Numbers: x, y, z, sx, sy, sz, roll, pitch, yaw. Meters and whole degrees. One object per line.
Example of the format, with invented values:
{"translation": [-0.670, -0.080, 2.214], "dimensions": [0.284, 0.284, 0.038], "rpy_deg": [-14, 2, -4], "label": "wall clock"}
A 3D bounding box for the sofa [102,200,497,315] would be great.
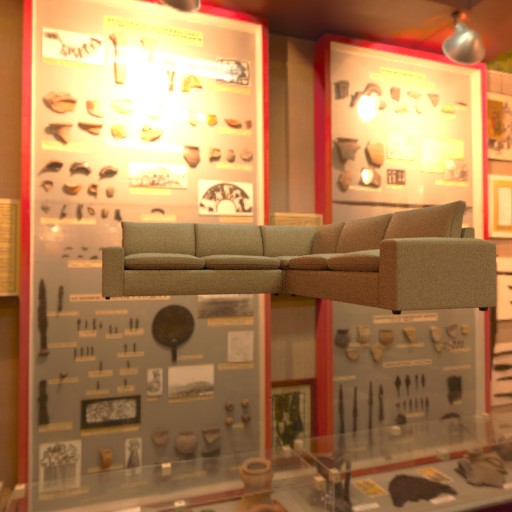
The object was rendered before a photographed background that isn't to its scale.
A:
{"translation": [0.000, 0.000, 3.972], "dimensions": [2.622, 0.800, 2.742], "rpy_deg": [0, -1, -18], "label": "sofa"}
